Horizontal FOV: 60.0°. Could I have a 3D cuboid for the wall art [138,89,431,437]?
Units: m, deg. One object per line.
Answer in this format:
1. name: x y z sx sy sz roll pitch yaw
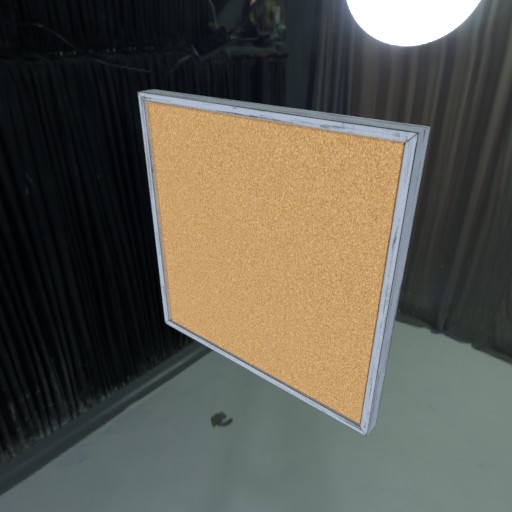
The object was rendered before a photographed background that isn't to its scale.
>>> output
1. wall art: 0.000 0.000 0.777 0.506 0.506 0.038 21 35 33
